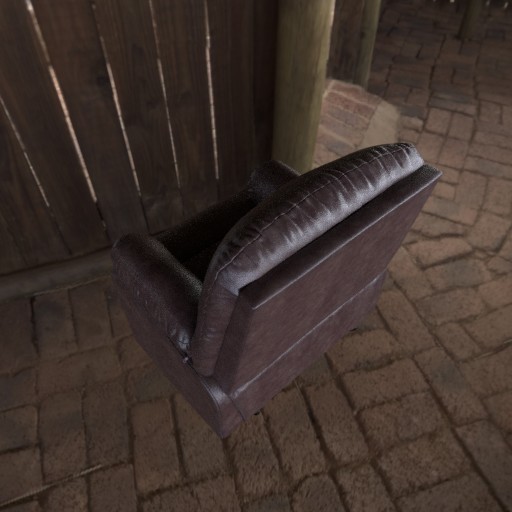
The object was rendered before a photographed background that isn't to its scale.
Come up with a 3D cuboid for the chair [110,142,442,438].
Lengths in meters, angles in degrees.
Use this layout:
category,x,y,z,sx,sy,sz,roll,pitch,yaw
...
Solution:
category,x,y,z,sx,sy,sz,roll,pitch,yaw
chair,0.000,0.000,1.727,0.940,1.041,0.879,-33,55,-27
